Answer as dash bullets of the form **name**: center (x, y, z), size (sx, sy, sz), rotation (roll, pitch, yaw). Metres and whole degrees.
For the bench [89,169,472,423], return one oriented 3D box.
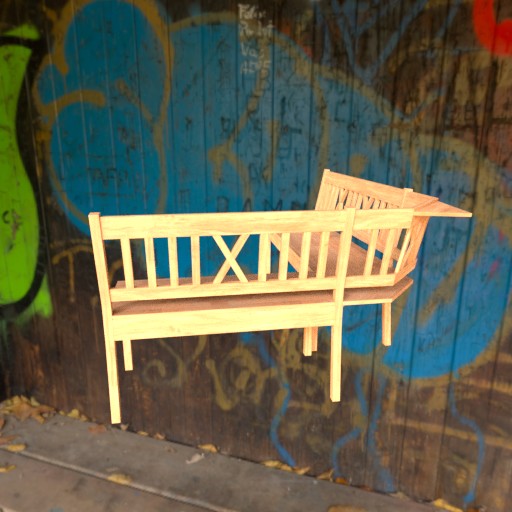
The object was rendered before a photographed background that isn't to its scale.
- **bench**: center (0.000, 0.000, 2.747), size (1.537, 0.902, 1.937), rotation (-3, 16, -9)
